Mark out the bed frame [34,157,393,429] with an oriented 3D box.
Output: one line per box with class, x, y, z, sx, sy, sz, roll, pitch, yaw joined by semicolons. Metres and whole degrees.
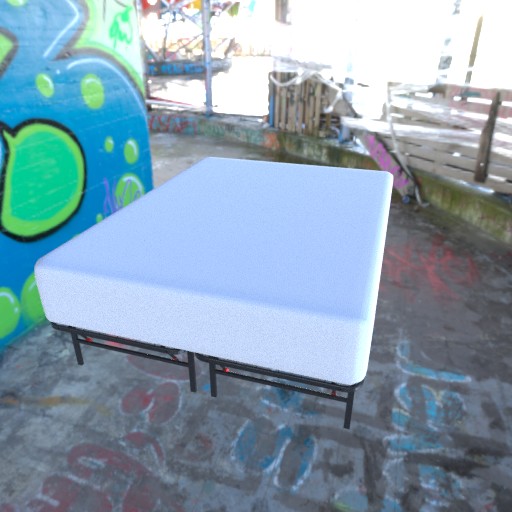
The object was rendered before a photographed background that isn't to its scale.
bed frame;0.000;0.000;2.796;1.528;0.677;2.037;8;28;16
